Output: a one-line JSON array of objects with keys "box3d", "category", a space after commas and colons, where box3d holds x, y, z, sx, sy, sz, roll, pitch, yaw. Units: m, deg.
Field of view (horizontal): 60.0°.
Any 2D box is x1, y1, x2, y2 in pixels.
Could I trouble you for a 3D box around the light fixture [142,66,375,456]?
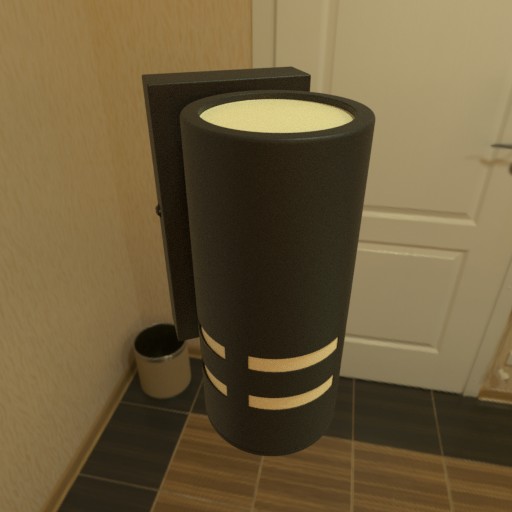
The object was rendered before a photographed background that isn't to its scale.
[{"box3d": [0.000, 0.000, 0.255, 0.098, 0.179, 0.138, -10, 33, -15], "category": "light fixture"}]
